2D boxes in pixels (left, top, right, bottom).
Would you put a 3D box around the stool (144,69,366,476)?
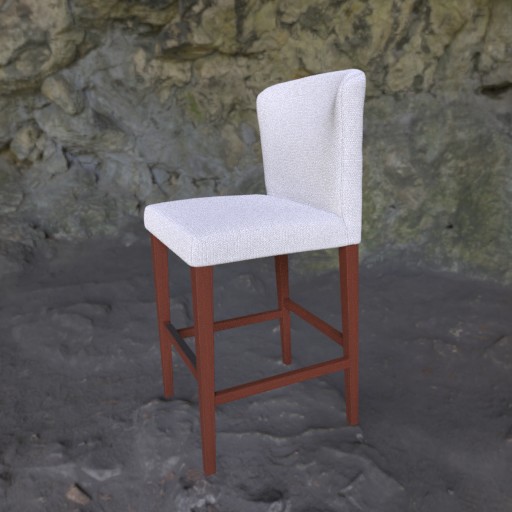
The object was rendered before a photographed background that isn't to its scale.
[{"bbox_3d":[0.000,0.000,1.349,0.568,1.069,0.481,-8,18,-25],"label":"stool"}]
